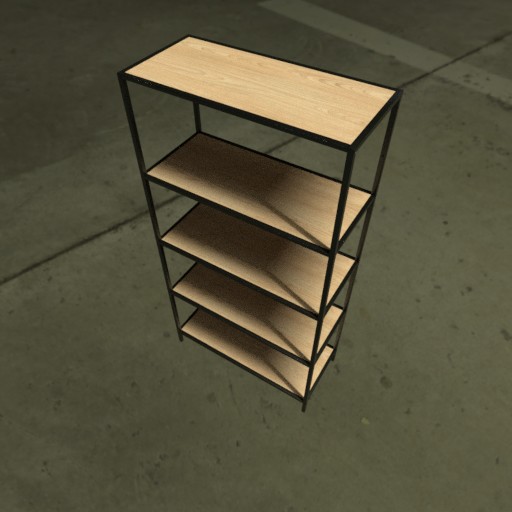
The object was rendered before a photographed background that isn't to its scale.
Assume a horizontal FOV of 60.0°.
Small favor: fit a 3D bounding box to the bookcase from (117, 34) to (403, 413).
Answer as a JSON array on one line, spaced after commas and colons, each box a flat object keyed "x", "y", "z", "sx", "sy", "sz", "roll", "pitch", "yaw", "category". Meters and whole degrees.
[{"x": 0.000, "y": 0.000, "z": 1.843, "sx": 0.770, "sy": 1.500, "sz": 0.350, "roll": 24, "pitch": 52, "yaw": 21, "category": "bookcase"}]
